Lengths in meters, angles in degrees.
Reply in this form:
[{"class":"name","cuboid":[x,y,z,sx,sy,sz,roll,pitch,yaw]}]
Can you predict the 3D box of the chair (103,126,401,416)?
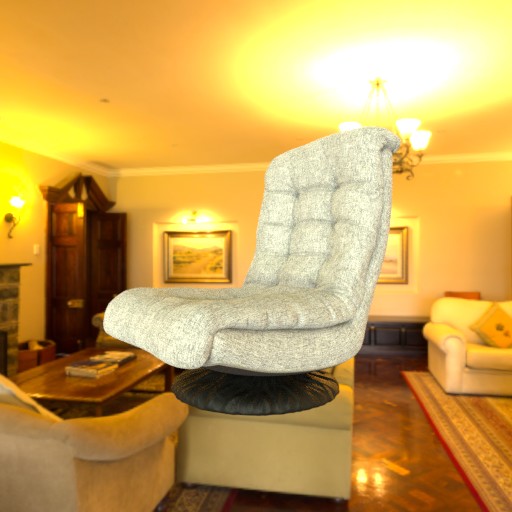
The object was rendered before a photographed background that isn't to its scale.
[{"class":"chair","cuboid":[0.000,0.000,0.987,0.583,0.600,0.400,0,0,-38]}]
